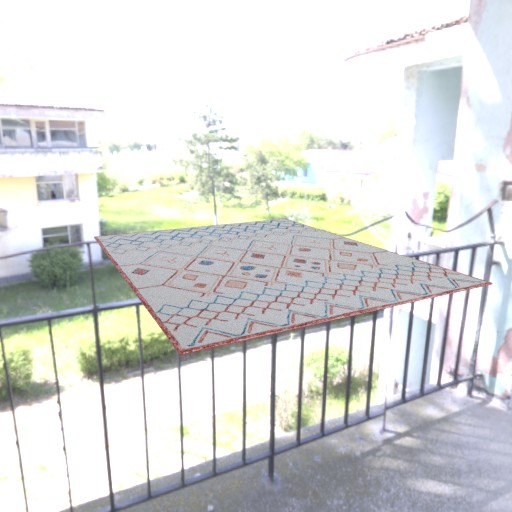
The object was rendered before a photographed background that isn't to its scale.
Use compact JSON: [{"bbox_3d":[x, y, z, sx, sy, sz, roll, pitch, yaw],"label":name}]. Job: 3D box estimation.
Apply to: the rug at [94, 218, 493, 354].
[{"bbox_3d":[0.000,0.000,4.099,2.441,0.016,3.050,-8,17,-26],"label":"rug"}]
